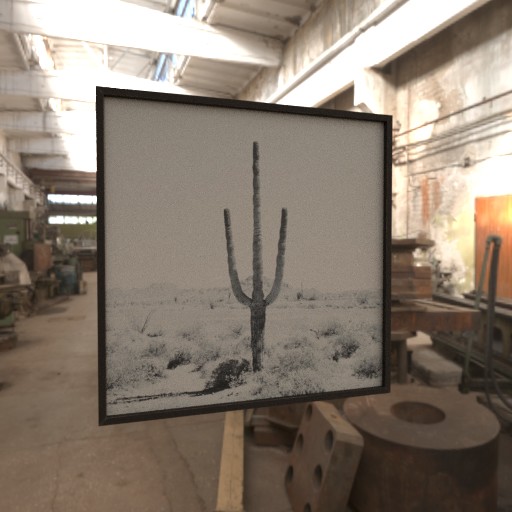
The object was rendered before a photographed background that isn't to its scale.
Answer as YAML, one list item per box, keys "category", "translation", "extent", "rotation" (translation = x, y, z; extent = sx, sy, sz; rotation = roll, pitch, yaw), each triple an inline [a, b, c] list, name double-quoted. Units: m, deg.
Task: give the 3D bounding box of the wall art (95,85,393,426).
- category: "wall art"
  translation: [0.000, 0.000, 0.754]
  extent: [0.508, 0.508, 0.038]
  rotation: [0, 2, -17]
